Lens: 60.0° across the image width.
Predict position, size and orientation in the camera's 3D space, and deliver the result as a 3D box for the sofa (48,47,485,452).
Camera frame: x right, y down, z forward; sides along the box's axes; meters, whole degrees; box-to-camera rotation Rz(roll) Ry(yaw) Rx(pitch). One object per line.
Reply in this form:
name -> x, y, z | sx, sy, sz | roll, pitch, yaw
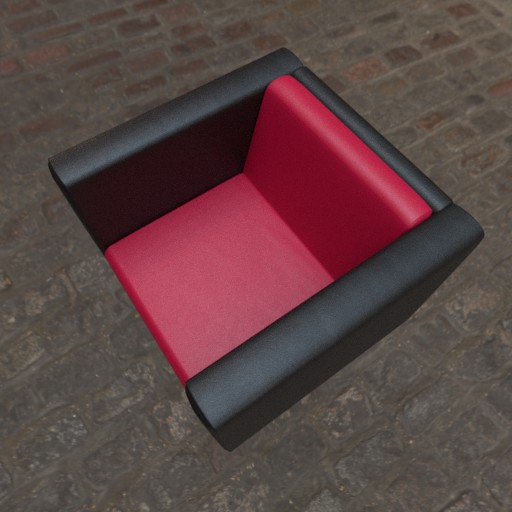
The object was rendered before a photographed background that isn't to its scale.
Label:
sofa -> 0.000, 0.000, 1.425 | 0.809, 0.724, 0.839 | -32, 67, -15
